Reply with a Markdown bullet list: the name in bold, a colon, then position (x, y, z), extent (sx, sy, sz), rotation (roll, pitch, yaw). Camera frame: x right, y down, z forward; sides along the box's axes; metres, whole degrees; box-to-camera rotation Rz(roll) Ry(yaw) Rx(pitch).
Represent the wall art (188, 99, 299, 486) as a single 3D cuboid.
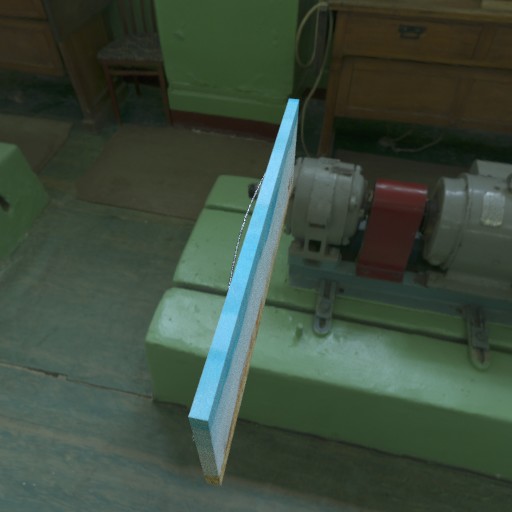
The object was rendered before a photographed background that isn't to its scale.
- **wall art**: position (0.000, 0.000, 0.852), extent (0.044, 0.254, 0.759), rotation (9, 48, 8)
